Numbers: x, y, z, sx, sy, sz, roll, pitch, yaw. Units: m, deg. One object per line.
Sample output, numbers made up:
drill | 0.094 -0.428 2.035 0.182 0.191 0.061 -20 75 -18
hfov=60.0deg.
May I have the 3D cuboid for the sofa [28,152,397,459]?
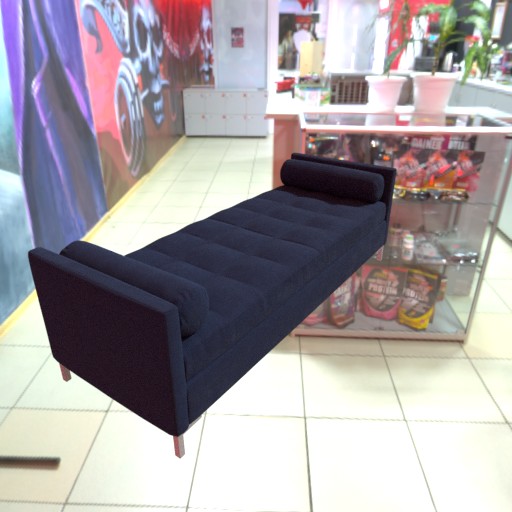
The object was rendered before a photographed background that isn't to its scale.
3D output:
sofa | 0.000 0.000 2.451 0.797 0.657 2.102 17 31 31
